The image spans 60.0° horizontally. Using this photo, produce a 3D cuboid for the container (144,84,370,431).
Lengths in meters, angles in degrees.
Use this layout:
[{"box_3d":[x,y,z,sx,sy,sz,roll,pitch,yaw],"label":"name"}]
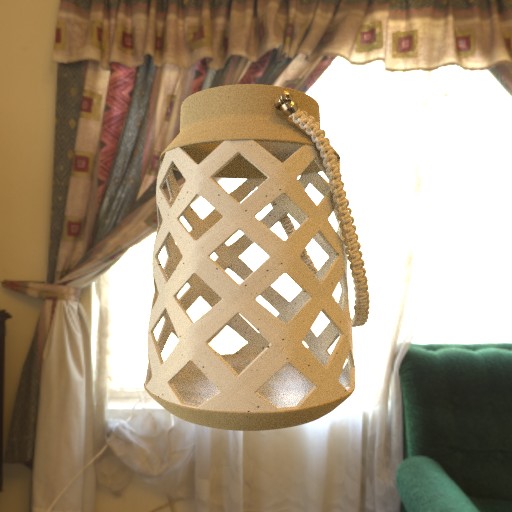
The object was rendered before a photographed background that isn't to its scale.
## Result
[{"box_3d":[0.000,0.000,0.350,0.172,0.229,0.163,0,0,-17],"label":"container"}]
